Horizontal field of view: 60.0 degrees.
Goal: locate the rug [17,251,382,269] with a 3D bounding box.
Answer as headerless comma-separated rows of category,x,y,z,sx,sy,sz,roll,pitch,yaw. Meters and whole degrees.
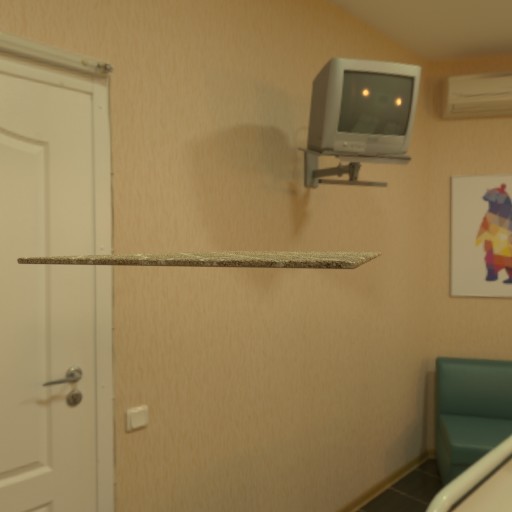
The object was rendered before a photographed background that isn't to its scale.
rug,0.000,0.000,2.948,1.524,0.030,2.438,0,1,18
